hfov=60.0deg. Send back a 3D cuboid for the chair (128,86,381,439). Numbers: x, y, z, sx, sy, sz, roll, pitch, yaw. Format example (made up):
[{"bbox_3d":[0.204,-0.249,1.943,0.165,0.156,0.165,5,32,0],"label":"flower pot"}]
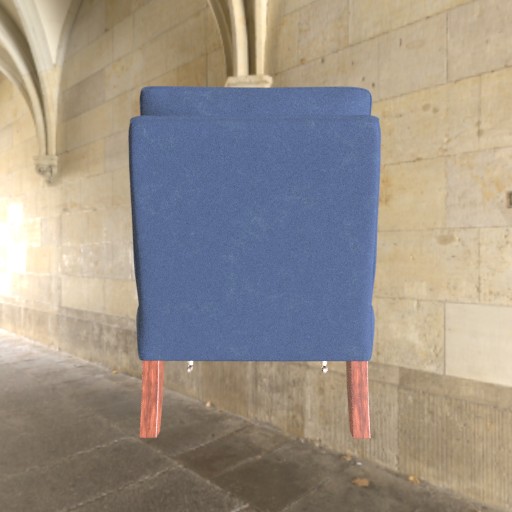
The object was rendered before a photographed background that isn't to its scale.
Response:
[{"bbox_3d":[0.000,0.000,1.645,0.724,1.052,0.912,0,0,1],"label":"chair"}]
